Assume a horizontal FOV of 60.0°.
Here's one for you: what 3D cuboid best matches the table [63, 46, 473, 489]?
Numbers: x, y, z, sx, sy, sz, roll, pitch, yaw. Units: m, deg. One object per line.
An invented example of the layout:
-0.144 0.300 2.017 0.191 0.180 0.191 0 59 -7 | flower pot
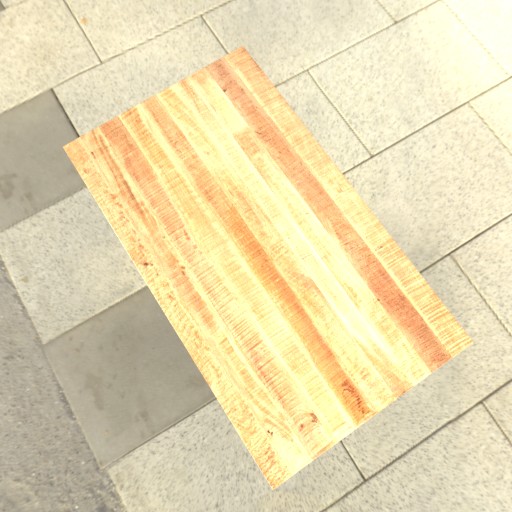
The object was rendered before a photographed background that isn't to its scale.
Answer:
0.000 0.000 1.695 0.760 0.455 1.320 -33 78 -8 | table
